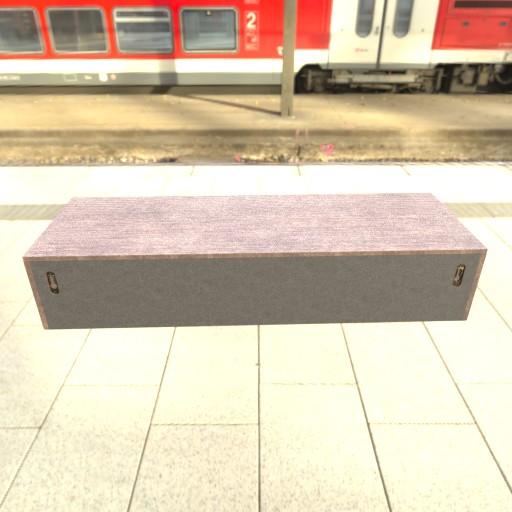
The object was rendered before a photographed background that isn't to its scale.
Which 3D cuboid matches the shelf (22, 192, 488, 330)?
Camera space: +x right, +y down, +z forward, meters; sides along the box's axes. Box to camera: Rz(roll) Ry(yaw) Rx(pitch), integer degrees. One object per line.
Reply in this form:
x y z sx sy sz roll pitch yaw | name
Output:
0.000 0.000 0.697 0.610 0.125 0.200 -1 30 -2 | shelf
